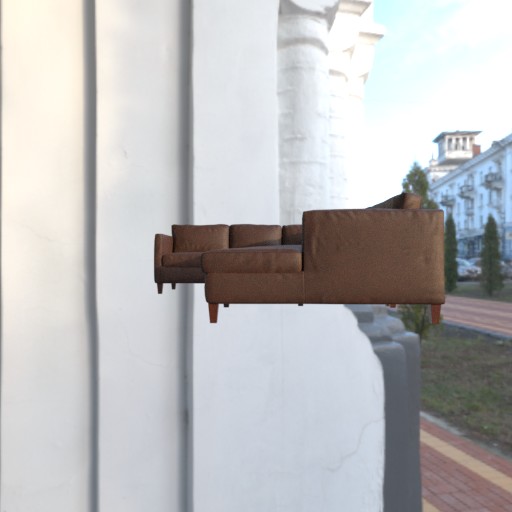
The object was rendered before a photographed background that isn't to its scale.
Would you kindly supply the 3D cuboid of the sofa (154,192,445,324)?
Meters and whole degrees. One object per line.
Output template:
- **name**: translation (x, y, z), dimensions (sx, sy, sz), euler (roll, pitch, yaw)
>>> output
- **sofa**: translation (0.000, 0.000, 4.617), dimensions (2.593, 0.923, 3.460), euler (0, 0, 1)
